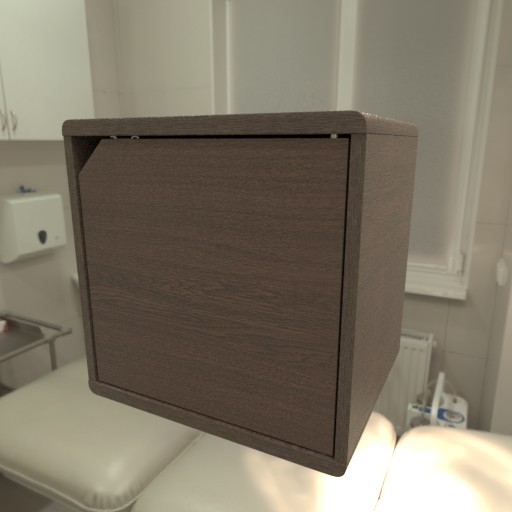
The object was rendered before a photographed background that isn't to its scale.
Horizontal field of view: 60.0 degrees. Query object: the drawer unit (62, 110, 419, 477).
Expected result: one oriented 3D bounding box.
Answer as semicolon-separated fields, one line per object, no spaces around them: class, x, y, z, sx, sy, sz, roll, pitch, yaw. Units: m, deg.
drawer unit;0.000;0.000;0.588;0.344;0.344;0.290;7;16;26
